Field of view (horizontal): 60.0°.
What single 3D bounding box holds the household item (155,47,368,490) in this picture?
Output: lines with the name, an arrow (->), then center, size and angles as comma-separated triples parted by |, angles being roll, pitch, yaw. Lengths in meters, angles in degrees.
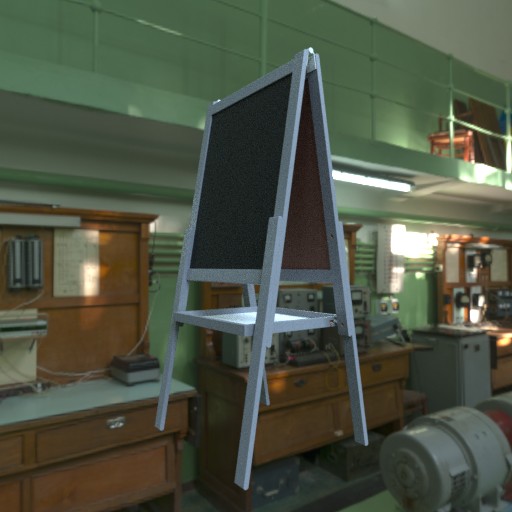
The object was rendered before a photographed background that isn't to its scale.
household item -> 0.000, 0.000, 1.456 | 0.469, 1.172, 0.531 | 1, -2, -36
